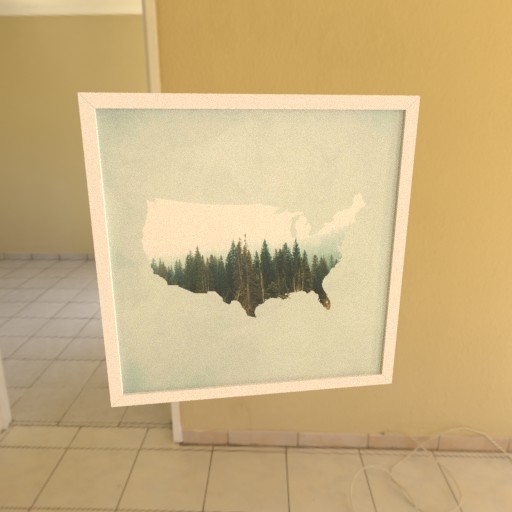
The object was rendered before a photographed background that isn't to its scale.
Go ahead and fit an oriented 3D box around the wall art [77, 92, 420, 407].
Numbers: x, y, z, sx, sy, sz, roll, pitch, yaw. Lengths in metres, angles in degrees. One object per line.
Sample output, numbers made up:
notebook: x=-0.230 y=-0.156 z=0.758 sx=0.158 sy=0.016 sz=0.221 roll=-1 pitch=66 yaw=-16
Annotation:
wall art: x=0.000 y=0.000 z=0.445 sx=0.304 sy=0.304 sz=0.024 roll=-2 pitch=17 yaw=-8
